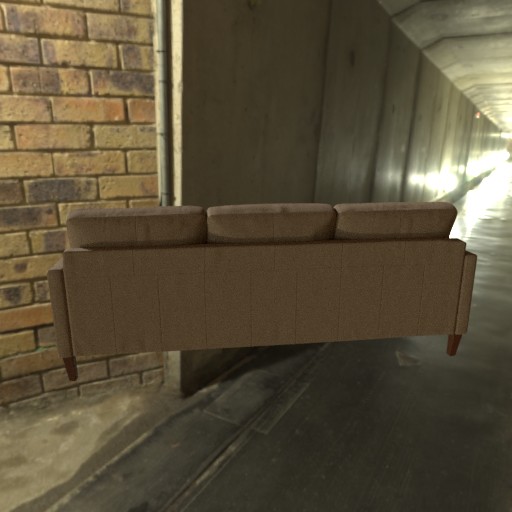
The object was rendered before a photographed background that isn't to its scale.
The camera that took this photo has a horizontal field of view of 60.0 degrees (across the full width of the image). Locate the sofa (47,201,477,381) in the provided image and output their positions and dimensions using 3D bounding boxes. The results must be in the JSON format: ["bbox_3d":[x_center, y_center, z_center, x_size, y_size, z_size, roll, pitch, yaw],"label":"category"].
[{"bbox_3d":[0.000,0.000,2.950,2.178,0.875,1.506,-2,15,-7],"label":"sofa"}]
